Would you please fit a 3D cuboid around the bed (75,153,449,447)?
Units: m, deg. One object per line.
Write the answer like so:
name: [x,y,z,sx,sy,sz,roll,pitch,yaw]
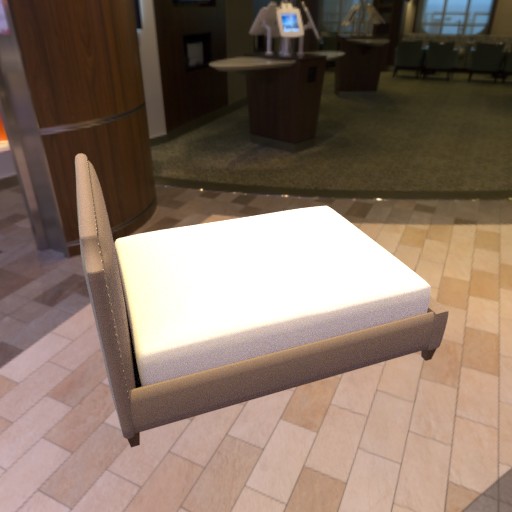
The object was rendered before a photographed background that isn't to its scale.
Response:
bed: [0.000,0.000,3.398,2.372,1.443,1.713,-10,31,-18]
